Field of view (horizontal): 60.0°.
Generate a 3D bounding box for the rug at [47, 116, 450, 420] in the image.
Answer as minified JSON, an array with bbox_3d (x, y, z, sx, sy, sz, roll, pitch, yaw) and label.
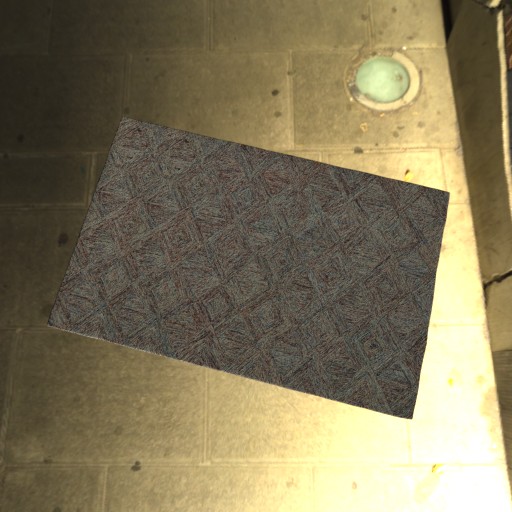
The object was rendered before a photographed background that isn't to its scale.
[{"bbox_3d":[0.000,0.000,2.176,1.761,0.014,1.143,14,77,3],"label":"rug"}]
